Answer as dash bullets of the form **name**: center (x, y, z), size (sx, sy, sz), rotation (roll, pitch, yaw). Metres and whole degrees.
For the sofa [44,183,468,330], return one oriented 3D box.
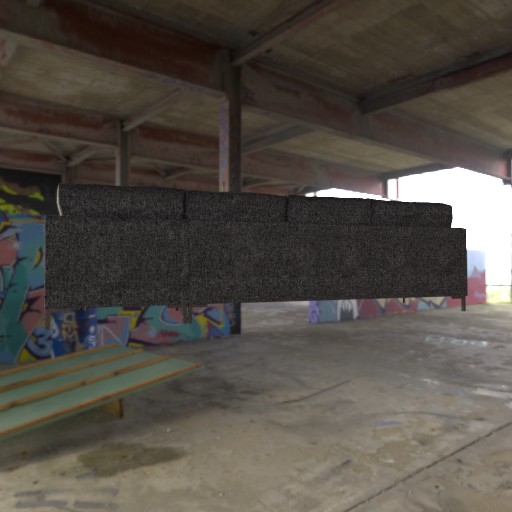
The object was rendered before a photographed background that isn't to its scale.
- **sofa**: center (0.000, 0.000, 4.021), size (3.384, 0.970, 1.488), rotation (0, -1, -18)
